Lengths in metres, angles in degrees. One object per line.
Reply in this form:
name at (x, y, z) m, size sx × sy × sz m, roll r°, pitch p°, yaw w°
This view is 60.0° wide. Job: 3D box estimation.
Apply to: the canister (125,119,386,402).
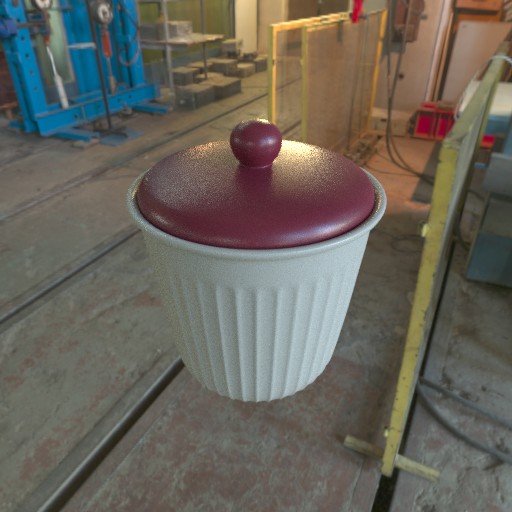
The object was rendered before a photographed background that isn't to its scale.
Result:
canister at (0.000, 0.000, 0.348) m, size 0.181 × 0.211 × 0.181 m, roll 0°, pitch 33°, yaw 0°
